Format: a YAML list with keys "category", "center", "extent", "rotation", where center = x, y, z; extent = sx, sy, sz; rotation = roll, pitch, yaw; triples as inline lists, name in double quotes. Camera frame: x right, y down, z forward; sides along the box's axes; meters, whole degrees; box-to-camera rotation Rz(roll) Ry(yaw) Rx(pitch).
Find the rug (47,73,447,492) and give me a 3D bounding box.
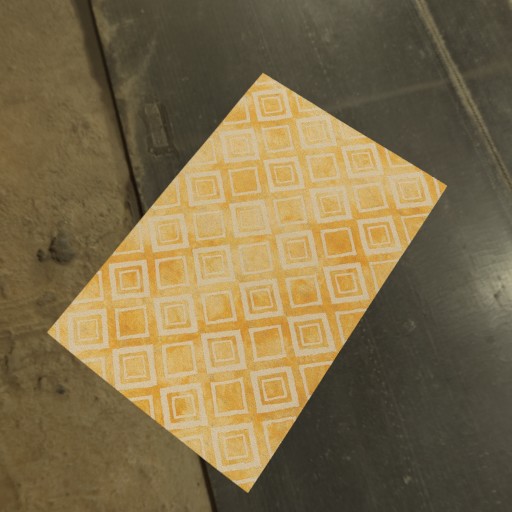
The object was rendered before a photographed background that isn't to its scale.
- category: "rug"
  center: [0.000, 0.000, 2.263]
  extent: [1.213, 0.010, 1.829]
  rotation: [35, 77, 9]
